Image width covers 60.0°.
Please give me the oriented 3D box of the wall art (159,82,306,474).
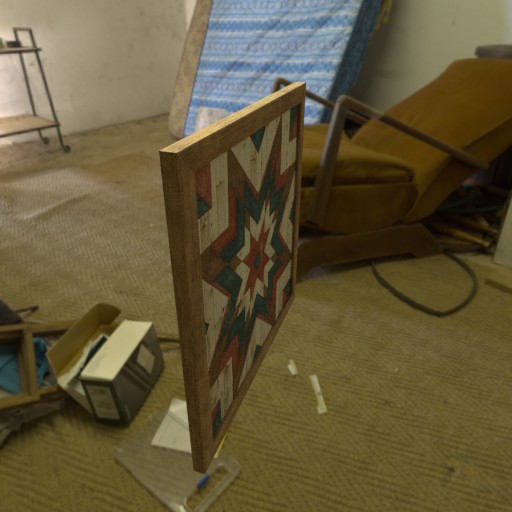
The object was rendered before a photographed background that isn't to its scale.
[{"bbox_3d":[0.000,0.000,1.058,0.029,0.691,0.695,10,31,18],"label":"wall art"}]
